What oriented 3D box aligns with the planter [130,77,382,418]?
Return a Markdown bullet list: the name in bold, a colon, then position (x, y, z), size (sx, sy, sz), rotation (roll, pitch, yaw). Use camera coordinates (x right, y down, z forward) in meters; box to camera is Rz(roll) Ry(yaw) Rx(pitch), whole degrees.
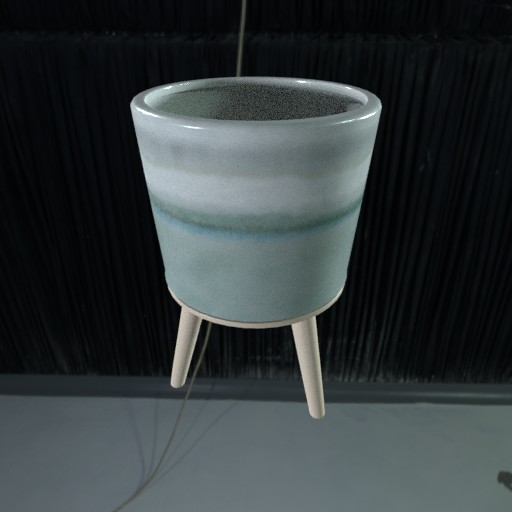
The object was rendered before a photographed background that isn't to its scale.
- **planter**: position (0.000, 0.000, 0.580), size (0.265, 0.404, 0.265), rotation (-1, 30, -1)
